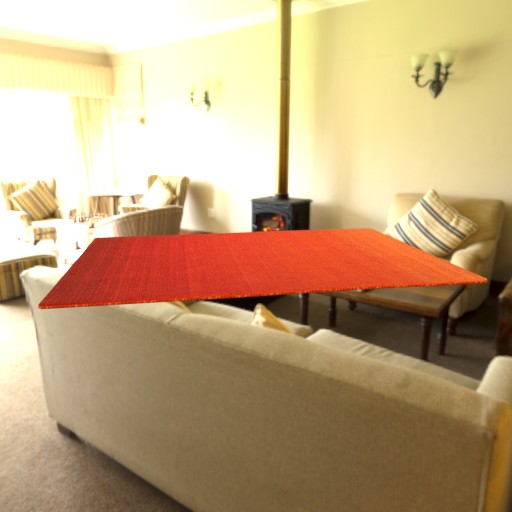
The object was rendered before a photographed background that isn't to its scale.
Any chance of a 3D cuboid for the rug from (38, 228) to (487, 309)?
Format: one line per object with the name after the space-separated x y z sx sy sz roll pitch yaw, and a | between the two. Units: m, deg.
0.000 0.000 2.350 1.835 0.018 1.230 -3 14 -10 | rug
